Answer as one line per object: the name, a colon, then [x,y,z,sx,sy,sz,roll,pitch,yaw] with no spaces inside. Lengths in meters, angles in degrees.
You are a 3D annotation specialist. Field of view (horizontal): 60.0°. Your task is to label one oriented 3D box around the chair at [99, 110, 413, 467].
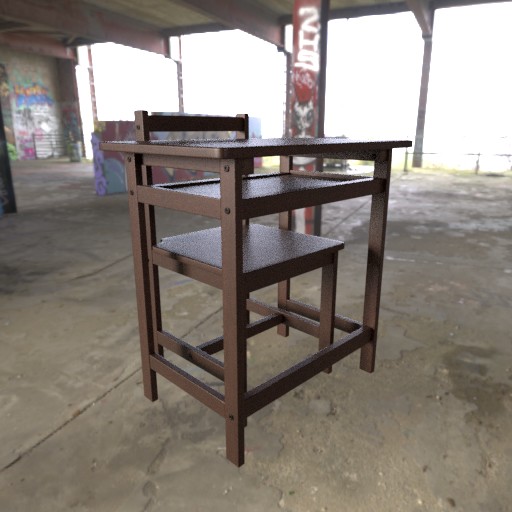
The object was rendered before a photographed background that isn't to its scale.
chair: [0.000,0.000,1.071,0.463,0.673,0.599,15,22,43]
